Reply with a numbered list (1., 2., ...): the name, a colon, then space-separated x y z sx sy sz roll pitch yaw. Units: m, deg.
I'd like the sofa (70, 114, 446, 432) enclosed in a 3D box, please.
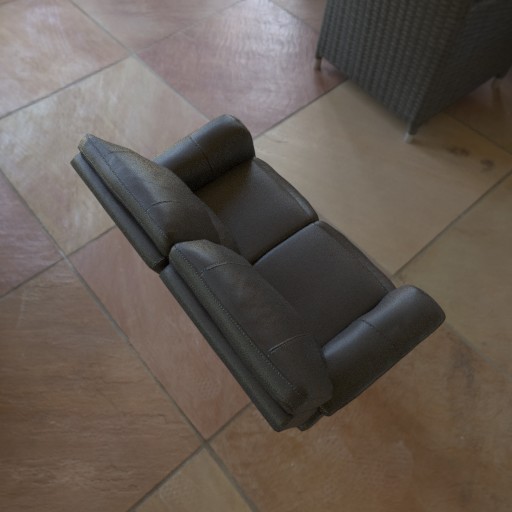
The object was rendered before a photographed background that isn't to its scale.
1. sofa: 0.000 0.000 2.396 1.104 1.111 1.765 -34 65 -18
